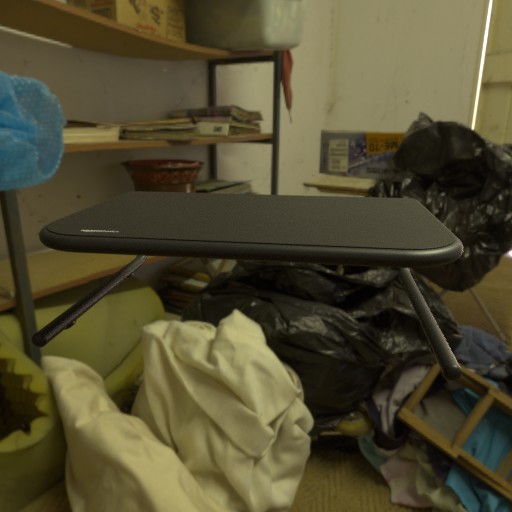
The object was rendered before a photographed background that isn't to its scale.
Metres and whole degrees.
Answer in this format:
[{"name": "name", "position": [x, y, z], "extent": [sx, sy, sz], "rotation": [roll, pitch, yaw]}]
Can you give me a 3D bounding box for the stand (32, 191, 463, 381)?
[{"name": "stand", "position": [0.000, 0.000, 0.490], "extent": [0.370, 0.108, 0.280], "rotation": [3, 18, 8]}]
